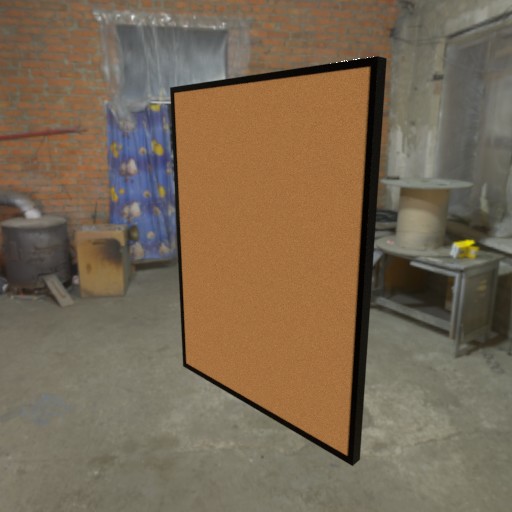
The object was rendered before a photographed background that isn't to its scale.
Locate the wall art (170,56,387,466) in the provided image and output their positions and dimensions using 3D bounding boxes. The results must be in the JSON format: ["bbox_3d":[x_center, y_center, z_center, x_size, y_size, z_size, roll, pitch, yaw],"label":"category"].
[{"bbox_3d":[0.000,0.000,1.398,0.040,1.062,0.805,-14,20,-43],"label":"wall art"}]
